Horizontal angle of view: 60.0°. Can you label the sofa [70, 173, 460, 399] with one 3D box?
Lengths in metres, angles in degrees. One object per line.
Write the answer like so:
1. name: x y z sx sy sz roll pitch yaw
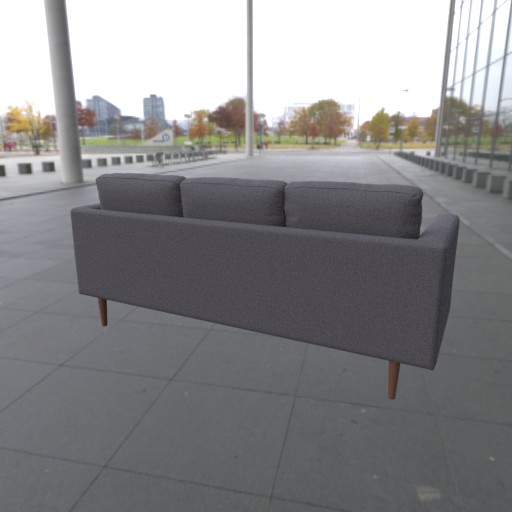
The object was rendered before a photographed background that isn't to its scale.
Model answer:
1. sofa: 0.000 0.000 2.507 2.029 0.912 0.802 7 16 26
